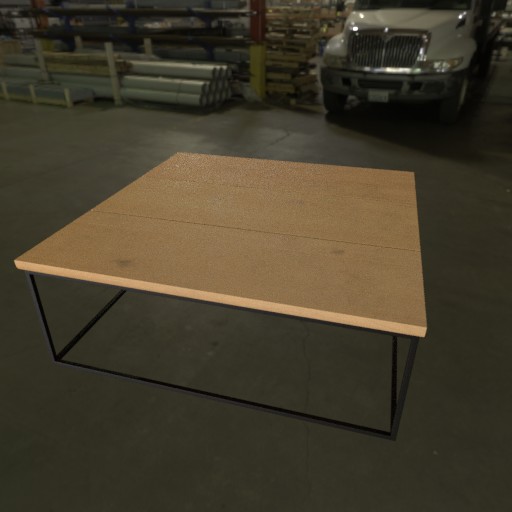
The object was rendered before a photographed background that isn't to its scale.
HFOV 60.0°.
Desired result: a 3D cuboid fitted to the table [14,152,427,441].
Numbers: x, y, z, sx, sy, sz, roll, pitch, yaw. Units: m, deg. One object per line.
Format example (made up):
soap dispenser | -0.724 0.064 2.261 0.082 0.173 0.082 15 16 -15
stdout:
table | 0.000 0.000 1.672 1.100 0.400 1.100 8 30 14
